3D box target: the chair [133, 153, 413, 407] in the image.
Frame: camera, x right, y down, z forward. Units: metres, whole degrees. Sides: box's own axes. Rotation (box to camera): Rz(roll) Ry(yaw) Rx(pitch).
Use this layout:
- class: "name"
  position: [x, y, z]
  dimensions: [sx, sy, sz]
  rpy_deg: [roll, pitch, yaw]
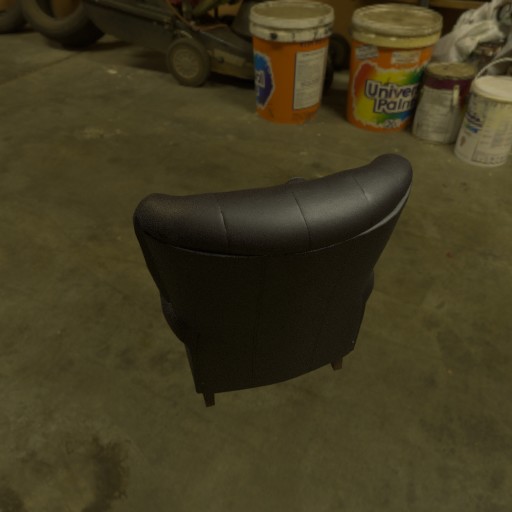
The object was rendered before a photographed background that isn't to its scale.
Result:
- class: "chair"
  position: [0.000, 0.000, 1.942]
  dimensions: [0.948, 1.158, 1.058]
  rpy_deg: [-12, 42, -13]
